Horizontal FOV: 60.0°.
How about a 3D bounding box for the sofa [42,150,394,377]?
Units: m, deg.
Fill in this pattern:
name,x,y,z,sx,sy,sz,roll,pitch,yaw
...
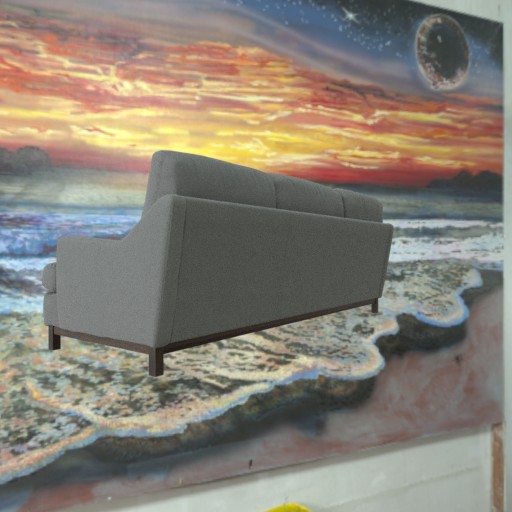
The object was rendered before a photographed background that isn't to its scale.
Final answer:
name,x,y,z,sx,sy,sz,roll,pitch,yaw
sofa,0.000,0.000,2.864,0.987,0.926,2.344,0,1,37
